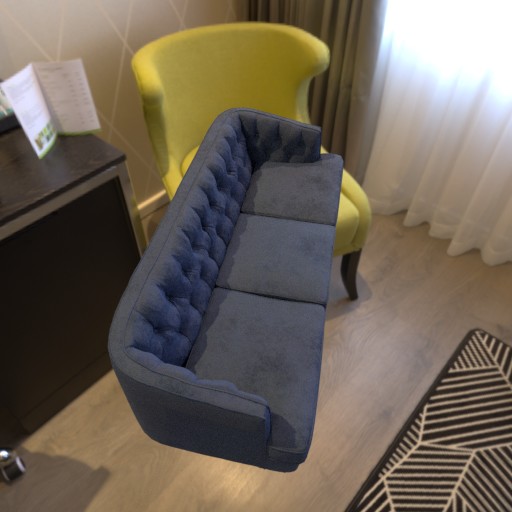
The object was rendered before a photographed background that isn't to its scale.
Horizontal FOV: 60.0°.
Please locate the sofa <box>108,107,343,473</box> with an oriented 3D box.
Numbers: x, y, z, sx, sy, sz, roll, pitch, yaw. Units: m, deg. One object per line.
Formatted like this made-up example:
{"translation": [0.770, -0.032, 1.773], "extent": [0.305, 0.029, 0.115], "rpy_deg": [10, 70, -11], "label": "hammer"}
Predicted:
{"translation": [0.000, 0.000, 2.723], "extent": [0.941, 0.855, 2.278], "rpy_deg": [8, 47, 8], "label": "sofa"}
